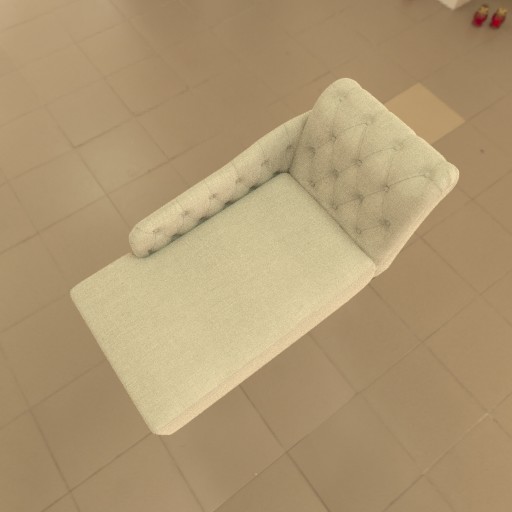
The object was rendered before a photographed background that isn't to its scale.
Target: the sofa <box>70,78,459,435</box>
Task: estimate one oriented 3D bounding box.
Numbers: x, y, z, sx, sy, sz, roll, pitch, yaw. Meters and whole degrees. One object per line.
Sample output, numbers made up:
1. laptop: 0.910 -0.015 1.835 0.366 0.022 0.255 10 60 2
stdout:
1. sofa: 0.000 0.000 1.805 1.379 0.787 0.675 -34 68 -15
